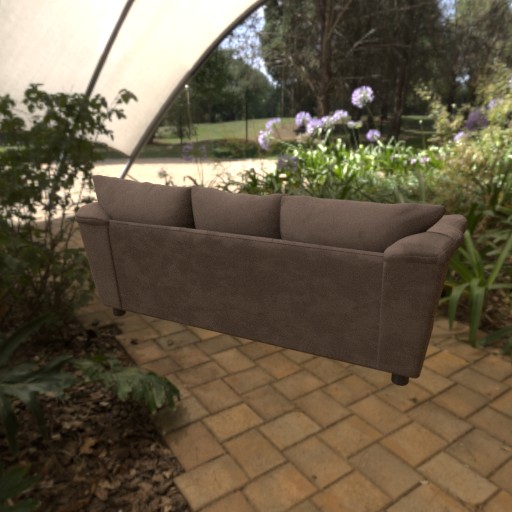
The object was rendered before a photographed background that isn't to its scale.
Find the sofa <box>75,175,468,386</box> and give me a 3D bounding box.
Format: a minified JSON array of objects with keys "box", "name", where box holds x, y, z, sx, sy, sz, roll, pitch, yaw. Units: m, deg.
[{"box":[0.000,0.000,2.837,2.377,0.981,0.893,8,18,26],"name":"sofa"}]
